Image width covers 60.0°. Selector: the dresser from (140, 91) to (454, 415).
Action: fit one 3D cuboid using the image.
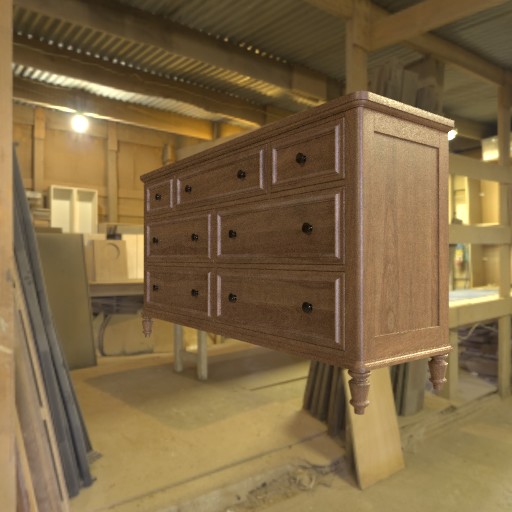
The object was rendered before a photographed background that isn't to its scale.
[{"bbox_3d":[0.000,0.000,1.967,0.468,0.892,1.583,0,0,-36],"label":"dresser"}]
